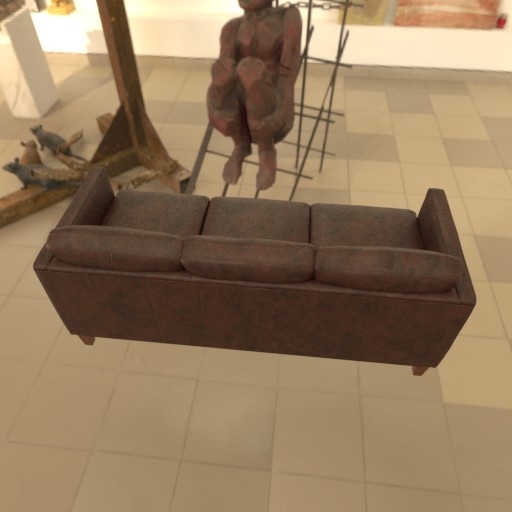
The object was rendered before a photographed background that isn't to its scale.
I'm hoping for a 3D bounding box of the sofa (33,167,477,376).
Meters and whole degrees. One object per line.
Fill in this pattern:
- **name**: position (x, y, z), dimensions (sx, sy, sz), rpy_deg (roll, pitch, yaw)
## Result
- **sofa**: position (0.000, 0.000, 2.979), dimensions (2.464, 1.006, 1.045), rpy_deg (4, 47, 4)
